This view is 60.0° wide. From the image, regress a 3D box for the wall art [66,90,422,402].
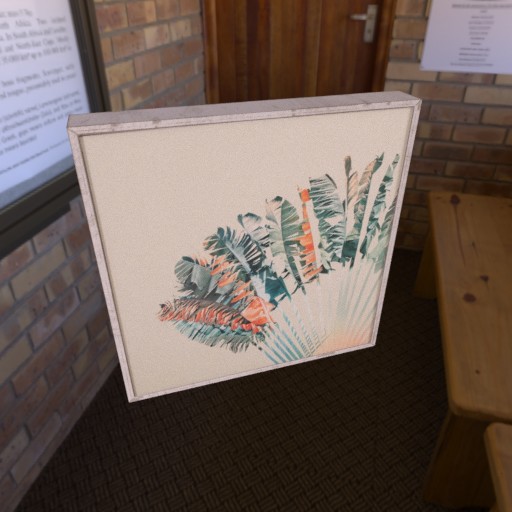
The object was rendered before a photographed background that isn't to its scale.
[{"bbox_3d":[0.000,0.000,0.461,0.305,0.303,0.038,-9,33,-14],"label":"wall art"}]
